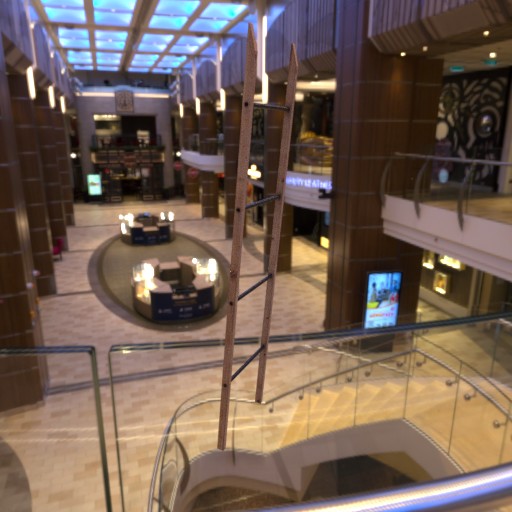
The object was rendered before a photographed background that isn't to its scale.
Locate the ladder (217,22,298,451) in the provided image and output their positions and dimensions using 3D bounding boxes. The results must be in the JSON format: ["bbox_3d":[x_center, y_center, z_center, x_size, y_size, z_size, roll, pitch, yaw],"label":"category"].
[{"bbox_3d":[0.000,0.000,1.995,0.200,1.805,0.442,7,17,24],"label":"ladder"}]
